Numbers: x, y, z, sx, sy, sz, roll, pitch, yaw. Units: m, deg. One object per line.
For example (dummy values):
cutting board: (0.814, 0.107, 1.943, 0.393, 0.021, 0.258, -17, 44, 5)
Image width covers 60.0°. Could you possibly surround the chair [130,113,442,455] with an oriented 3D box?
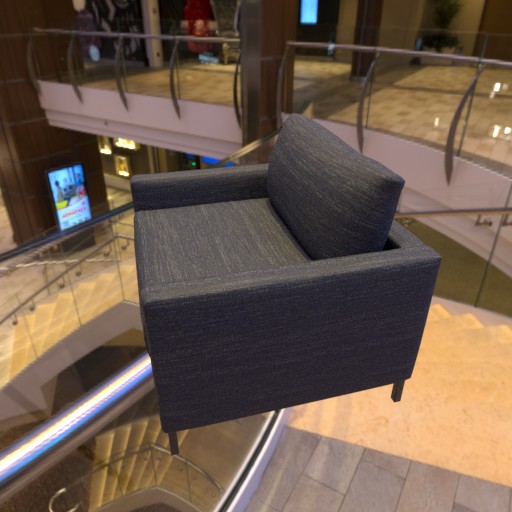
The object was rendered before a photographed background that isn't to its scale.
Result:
chair: (0.000, 0.000, 1.649, 0.866, 0.861, 0.963, -8, 31, -14)
